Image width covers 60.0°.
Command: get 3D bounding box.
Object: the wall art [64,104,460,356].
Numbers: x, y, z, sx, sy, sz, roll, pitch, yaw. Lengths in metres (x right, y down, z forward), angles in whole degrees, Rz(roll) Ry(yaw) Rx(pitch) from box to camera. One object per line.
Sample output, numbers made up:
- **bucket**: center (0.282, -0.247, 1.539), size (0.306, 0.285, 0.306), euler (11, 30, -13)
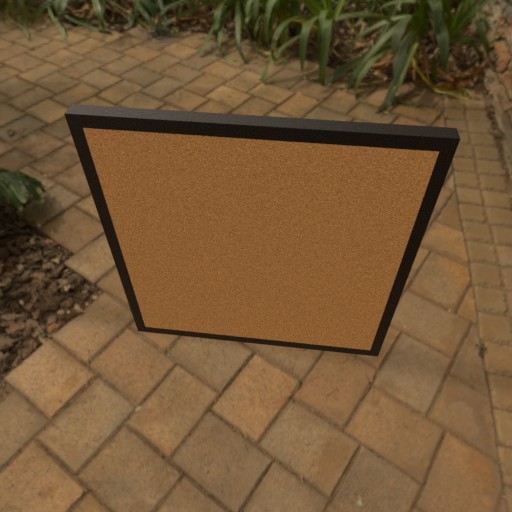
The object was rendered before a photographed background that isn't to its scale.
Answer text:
- **wall art**: center (0.000, 0.000, 1.135), size (0.762, 0.762, 0.038), euler (5, 47, 5)
